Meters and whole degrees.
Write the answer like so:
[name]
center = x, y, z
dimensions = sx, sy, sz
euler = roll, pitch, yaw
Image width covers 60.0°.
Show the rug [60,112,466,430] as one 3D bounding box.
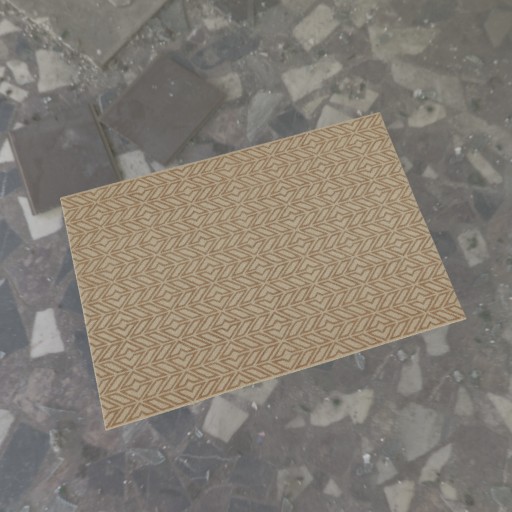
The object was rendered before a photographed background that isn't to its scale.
[rug]
center = 0.000, 0.000, 2.294
dimensions = 1.828, 0.007, 1.220
euler = -16, 75, -4
